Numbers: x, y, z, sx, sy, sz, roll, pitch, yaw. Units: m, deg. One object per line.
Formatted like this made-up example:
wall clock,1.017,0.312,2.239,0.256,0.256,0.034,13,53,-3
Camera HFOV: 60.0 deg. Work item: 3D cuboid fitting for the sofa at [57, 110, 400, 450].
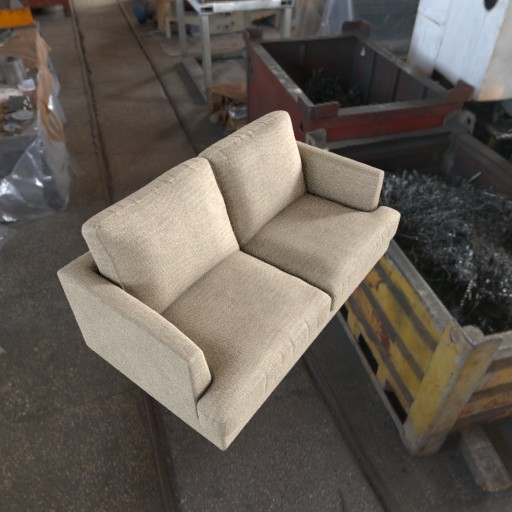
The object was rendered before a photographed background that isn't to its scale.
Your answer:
sofa,0.000,0.000,2.223,0.903,0.944,1.582,27,48,27
